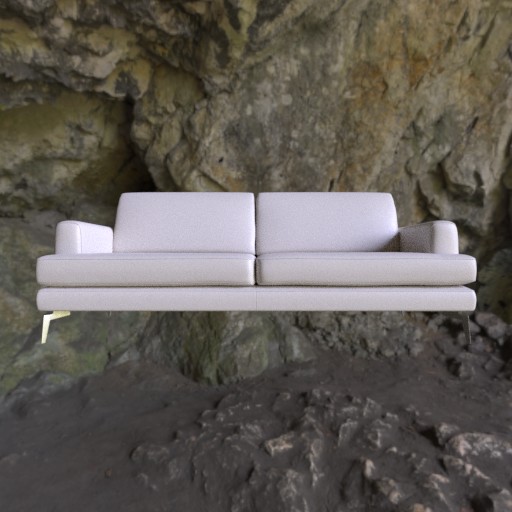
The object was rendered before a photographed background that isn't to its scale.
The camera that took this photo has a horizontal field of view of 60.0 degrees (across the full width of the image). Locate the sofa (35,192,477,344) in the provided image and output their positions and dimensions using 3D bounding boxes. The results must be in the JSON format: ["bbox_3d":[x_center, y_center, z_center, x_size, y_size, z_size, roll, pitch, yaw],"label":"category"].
[{"bbox_3d":[0.000,0.000,2.401,1.940,0.765,0.974,0,0,0],"label":"sofa"}]
